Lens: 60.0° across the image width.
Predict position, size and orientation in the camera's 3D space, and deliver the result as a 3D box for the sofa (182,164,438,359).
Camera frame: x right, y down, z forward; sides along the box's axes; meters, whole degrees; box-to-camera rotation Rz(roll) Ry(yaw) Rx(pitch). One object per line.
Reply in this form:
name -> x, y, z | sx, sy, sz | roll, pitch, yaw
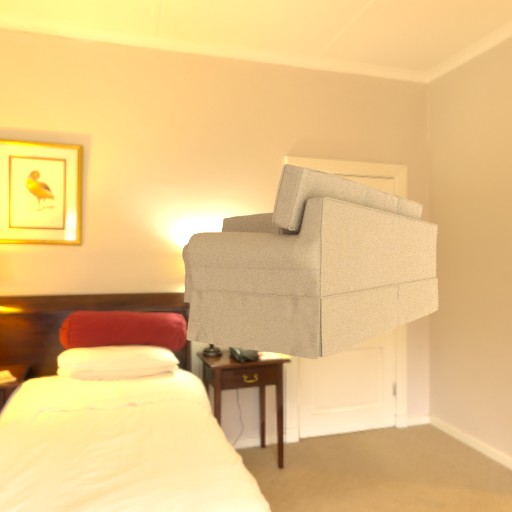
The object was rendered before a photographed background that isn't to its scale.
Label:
sofa -> 0.000, 0.000, 4.235 | 2.730, 1.124, 2.733 | 0, 0, 35
